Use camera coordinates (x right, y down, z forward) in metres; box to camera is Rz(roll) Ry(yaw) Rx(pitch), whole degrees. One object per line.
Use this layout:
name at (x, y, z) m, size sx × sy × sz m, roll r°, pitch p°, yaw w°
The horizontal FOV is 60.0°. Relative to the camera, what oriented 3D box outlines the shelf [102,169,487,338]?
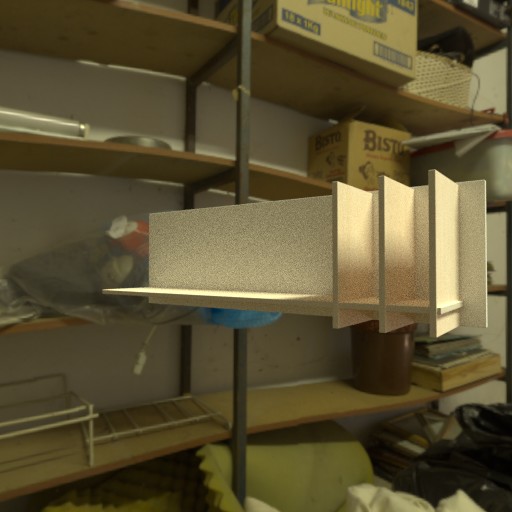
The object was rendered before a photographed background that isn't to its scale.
shelf at (0.000, 0.000, 1.125) m, size 1.020 × 0.300 × 0.200 m, roll -1°, pitch -1°, yaw 36°
